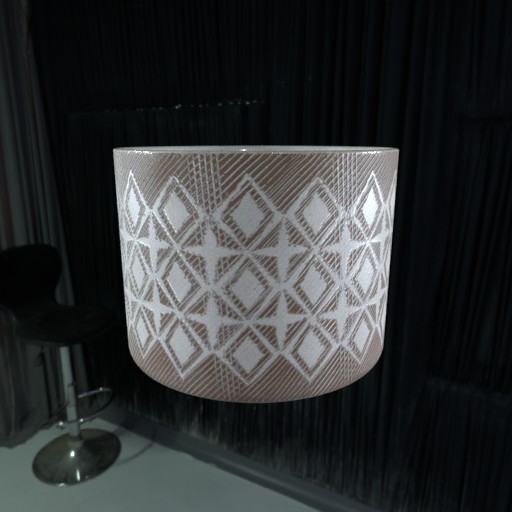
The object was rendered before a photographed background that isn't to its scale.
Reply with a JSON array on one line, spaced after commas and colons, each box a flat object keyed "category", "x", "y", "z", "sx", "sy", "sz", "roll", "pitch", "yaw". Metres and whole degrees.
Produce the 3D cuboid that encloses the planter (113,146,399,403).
[{"category": "planter", "x": 0.000, "y": 0.000, "z": 0.219, "sx": 0.126, "sy": 0.104, "sz": 0.126, "roll": 0, "pitch": 15, "yaw": 0}]
